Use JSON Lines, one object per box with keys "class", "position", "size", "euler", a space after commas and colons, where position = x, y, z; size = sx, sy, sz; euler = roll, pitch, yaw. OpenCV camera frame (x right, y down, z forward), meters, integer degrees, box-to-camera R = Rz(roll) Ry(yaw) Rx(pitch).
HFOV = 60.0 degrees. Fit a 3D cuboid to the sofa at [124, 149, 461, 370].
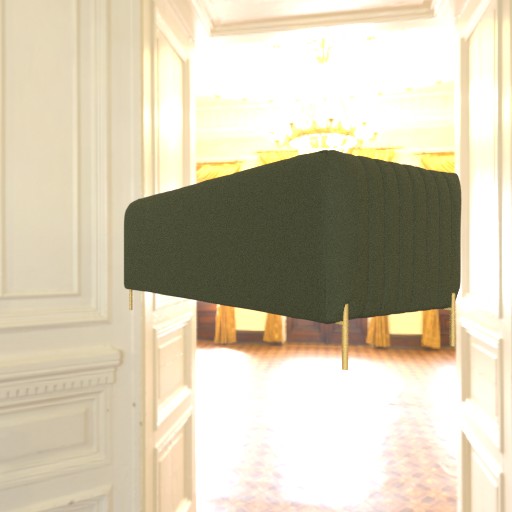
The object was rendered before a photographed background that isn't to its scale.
{"class": "sofa", "position": [0.000, 0.000, 2.620], "size": [0.896, 0.793, 2.137], "euler": [0, 0, -36]}
